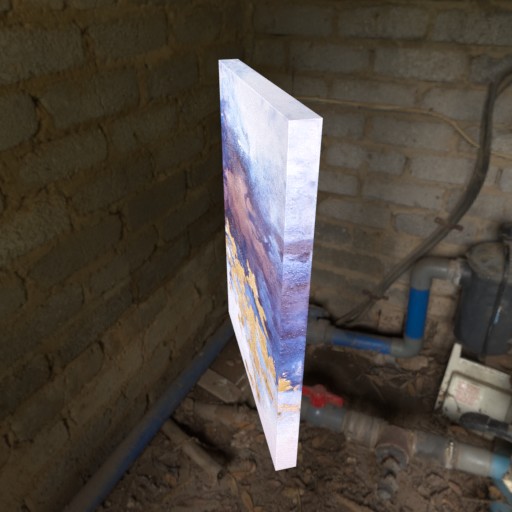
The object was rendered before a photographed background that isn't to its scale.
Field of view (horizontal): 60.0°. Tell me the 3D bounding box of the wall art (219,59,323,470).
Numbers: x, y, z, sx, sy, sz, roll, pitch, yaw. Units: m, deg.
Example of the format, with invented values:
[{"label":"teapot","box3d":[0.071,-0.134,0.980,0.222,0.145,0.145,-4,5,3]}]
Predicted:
[{"label":"wall art","box3d":[0.000,0.000,0.778,0.036,0.581,0.437,-7,32,-11]}]
